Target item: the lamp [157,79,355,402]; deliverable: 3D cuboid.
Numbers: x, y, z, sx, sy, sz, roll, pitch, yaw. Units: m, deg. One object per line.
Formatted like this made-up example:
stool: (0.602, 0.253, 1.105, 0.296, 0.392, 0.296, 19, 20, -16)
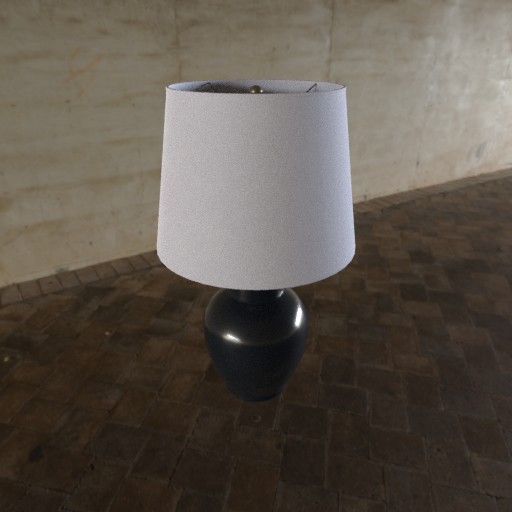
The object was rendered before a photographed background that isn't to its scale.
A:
lamp: (0.000, 0.000, 0.554, 0.239, 0.399, 0.239, 0, 25, 0)
